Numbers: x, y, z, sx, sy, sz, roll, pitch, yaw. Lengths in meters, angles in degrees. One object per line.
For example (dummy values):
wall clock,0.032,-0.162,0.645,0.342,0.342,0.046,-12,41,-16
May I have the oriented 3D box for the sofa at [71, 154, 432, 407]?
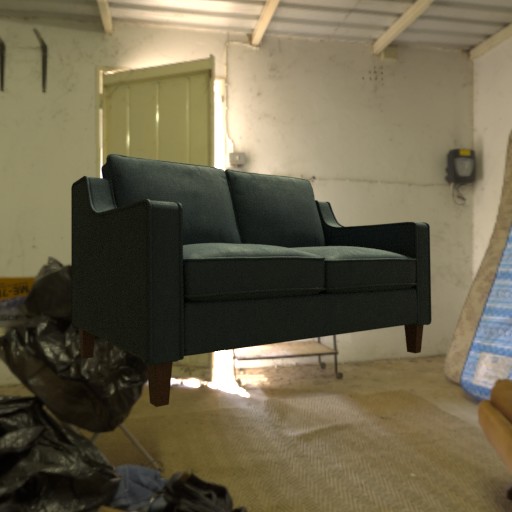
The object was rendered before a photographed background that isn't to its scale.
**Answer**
sofa,0.000,0.000,2.178,1.501,0.971,0.987,0,-1,-36
